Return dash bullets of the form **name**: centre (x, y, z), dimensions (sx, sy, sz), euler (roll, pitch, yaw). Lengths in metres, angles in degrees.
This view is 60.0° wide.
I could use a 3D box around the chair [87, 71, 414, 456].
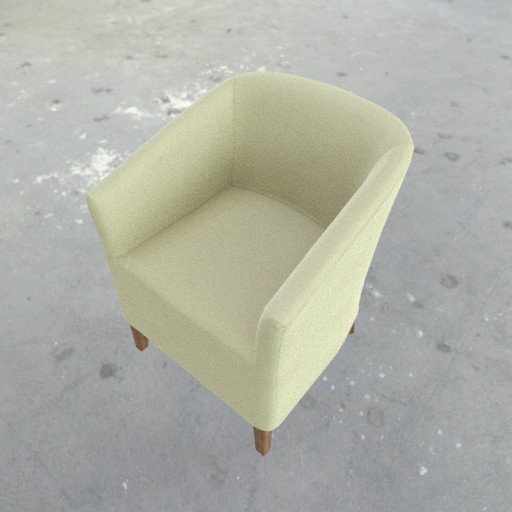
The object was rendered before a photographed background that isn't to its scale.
- **chair**: centre (0.000, 0.000, 1.322), dimensions (0.643, 0.822, 0.657), euler (31, 53, 27)
